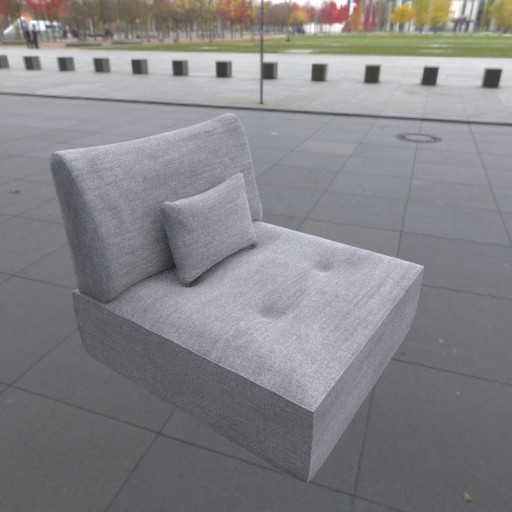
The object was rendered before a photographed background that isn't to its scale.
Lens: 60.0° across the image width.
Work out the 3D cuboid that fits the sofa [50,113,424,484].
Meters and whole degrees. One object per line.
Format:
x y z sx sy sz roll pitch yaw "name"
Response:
0.000 0.000 1.639 1.000 0.820 0.930 18 32 31 "sofa"
